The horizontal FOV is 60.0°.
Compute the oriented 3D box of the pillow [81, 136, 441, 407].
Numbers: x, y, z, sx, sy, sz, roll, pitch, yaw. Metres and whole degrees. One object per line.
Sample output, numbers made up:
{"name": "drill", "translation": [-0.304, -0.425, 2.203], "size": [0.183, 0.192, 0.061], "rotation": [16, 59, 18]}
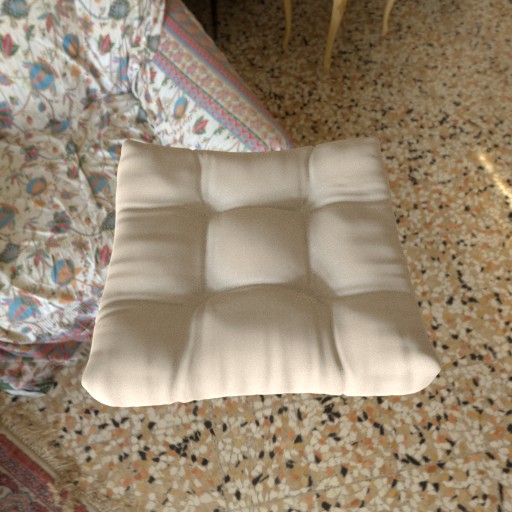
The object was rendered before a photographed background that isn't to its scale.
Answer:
{"name": "pillow", "translation": [0.000, 0.000, 0.737], "size": [0.490, 0.128, 0.468], "rotation": [-2, 59, -1]}
